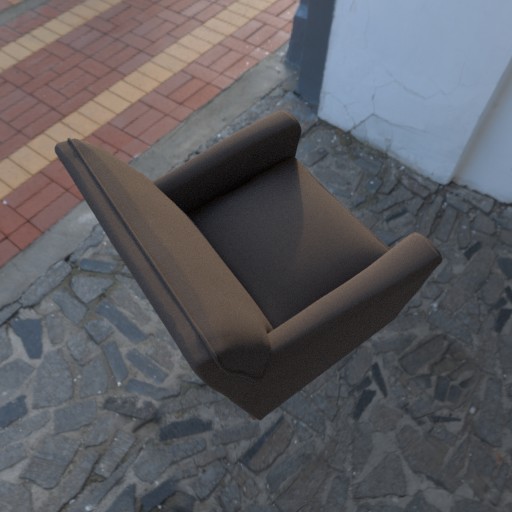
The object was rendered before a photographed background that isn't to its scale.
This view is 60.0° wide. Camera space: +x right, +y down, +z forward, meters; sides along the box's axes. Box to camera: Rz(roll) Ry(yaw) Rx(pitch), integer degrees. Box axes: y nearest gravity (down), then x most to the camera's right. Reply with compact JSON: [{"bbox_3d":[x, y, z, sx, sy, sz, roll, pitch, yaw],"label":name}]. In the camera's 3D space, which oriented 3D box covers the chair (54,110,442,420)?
[{"bbox_3d":[0.000,0.000,1.543,0.831,0.911,0.836,-31,63,-18],"label":"chair"}]
